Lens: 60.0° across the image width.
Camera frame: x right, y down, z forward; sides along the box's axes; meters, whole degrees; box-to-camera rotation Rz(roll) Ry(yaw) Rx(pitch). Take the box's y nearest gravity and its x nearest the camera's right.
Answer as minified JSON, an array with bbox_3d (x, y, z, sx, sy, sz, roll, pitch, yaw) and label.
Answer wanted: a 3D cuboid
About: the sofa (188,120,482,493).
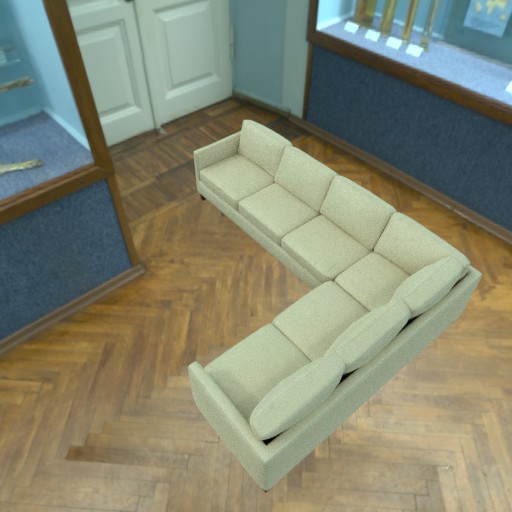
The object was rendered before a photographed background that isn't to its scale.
[{"bbox_3d":[0.000,0.000,4.416,2.593,0.947,3.302,-31,54,-26],"label":"sofa"}]
